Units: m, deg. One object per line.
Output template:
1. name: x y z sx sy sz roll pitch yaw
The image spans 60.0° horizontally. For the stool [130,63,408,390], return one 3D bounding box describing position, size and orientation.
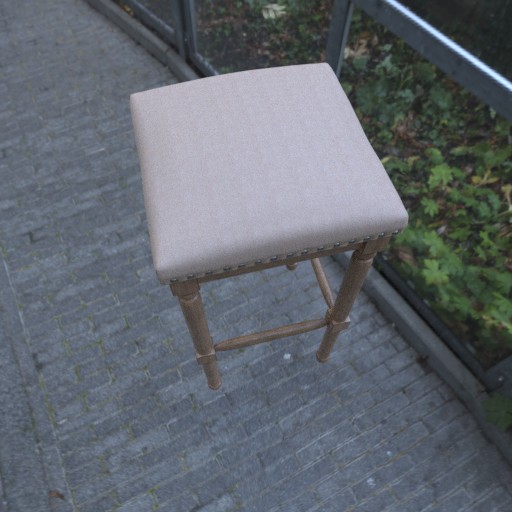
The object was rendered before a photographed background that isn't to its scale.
1. stool: 0.000 0.000 1.013 0.383 0.768 0.382 -12 60 -7
